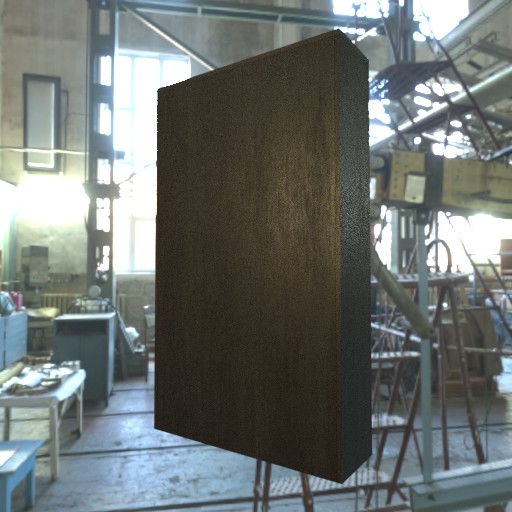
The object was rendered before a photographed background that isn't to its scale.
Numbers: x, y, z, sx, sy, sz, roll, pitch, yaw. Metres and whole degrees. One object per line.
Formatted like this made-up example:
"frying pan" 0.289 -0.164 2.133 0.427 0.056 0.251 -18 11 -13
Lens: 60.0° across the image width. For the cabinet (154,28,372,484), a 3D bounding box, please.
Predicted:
"cabinet" 0.000 0.000 1.558 0.750 1.280 0.250 -1 -2 35
